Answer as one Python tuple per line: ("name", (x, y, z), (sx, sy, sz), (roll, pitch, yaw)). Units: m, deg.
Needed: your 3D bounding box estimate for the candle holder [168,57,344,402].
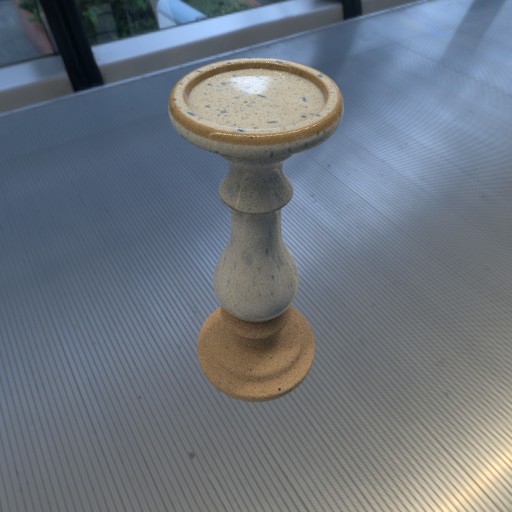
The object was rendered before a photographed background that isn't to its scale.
("candle holder", (0.000, 0.000, 0.263), (0.088, 0.203, 0.088), (0, 46, 0))
